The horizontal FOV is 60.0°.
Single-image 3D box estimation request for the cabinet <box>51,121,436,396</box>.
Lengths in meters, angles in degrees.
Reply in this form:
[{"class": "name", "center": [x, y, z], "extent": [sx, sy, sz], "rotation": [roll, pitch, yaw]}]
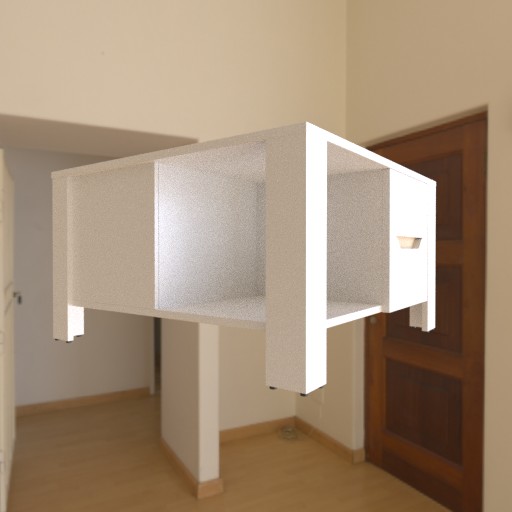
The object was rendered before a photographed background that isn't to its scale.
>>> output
[{"class": "cabinet", "center": [0.000, 0.000, 1.296], "extent": [0.800, 0.460, 0.800], "rotation": [0, 1, 37]}]
